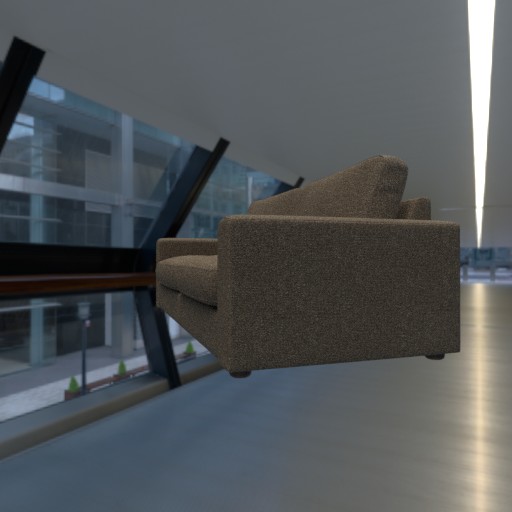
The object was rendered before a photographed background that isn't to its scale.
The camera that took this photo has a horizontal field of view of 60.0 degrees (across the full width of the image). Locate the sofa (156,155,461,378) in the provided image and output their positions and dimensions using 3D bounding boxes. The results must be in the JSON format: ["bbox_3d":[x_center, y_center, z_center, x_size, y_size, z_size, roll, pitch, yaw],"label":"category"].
[{"bbox_3d":[0.000,0.000,2.655,1.016,0.873,2.179,0,0,-19],"label":"sofa"}]
